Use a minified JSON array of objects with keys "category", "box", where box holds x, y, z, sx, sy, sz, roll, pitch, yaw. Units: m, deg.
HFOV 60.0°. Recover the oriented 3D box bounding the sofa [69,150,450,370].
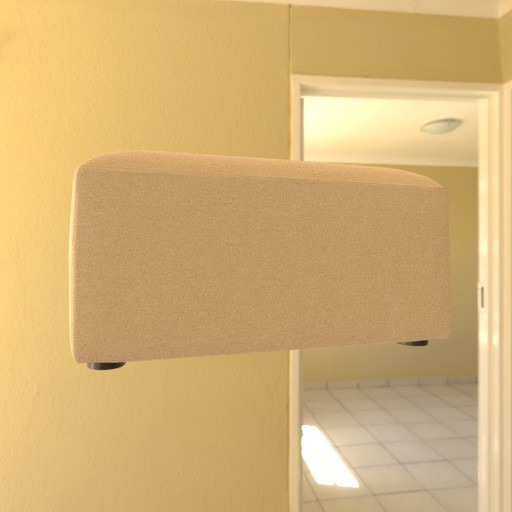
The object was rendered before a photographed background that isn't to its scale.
[{"category":"sofa","box":[0.000,0.000,1.234,0.930,0.470,0.480,0,0,-18]}]
